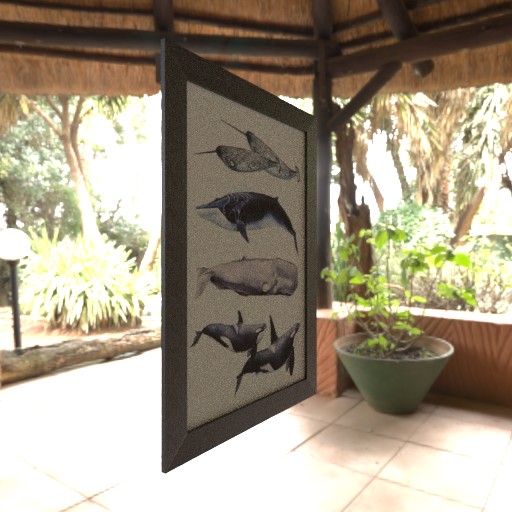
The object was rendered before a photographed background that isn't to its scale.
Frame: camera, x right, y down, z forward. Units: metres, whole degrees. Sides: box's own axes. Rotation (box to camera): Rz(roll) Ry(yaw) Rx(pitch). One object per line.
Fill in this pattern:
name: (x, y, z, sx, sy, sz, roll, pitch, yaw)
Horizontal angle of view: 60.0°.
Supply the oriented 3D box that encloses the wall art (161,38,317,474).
wall art: (0.000, 0.000, 1.466, 0.016, 1.116, 0.810, 0, 0, 36)
